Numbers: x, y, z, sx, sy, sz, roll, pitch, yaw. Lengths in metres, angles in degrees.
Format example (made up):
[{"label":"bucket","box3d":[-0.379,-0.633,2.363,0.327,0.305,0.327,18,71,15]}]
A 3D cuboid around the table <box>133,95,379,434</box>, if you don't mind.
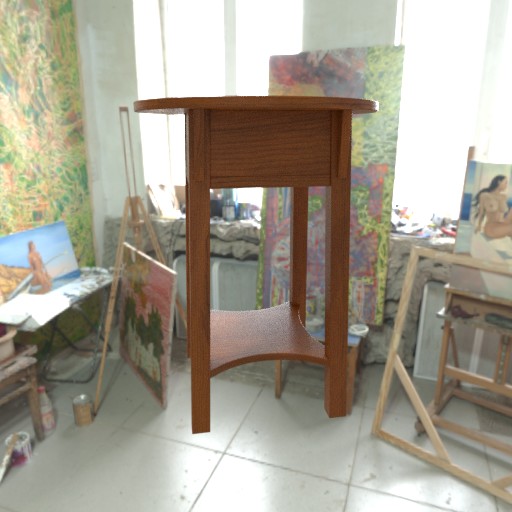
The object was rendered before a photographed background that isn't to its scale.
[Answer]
[{"label":"table","box3d":[0.000,0.000,0.938,0.457,0.610,0.457,0,16,0]}]
